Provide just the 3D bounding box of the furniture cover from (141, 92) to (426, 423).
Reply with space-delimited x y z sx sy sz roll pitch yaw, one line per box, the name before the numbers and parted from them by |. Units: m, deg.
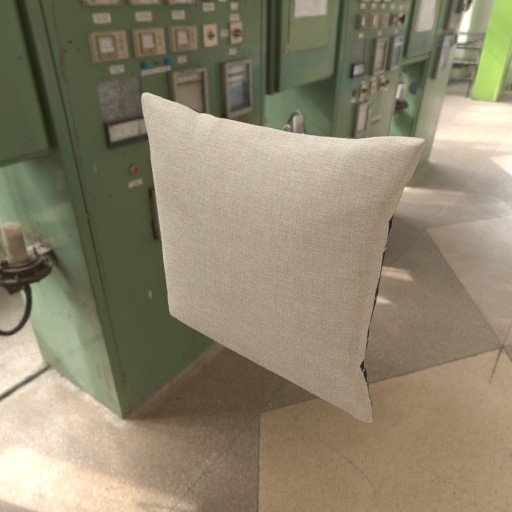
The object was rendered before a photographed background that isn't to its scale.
furniture cover | 0.000 0.000 0.795 0.517 0.508 0.158 21 37 31
